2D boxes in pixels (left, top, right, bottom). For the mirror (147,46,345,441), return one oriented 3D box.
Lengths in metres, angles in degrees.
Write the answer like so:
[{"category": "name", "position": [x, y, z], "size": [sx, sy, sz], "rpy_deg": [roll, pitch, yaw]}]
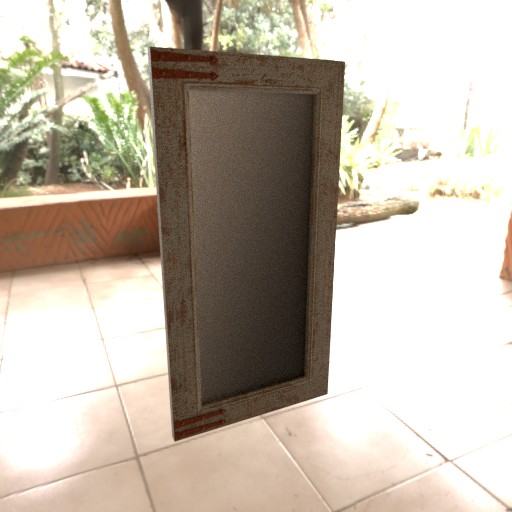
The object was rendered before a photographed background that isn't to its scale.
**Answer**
[{"category": "mirror", "position": [0.000, 0.000, 1.106], "size": [0.472, 0.922, 0.027], "rpy_deg": [-8, 18, -25]}]
